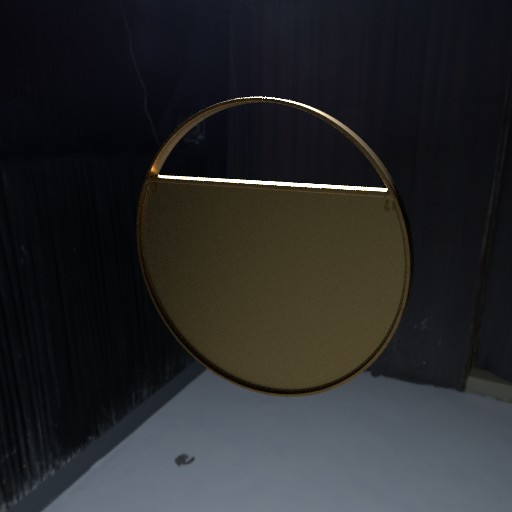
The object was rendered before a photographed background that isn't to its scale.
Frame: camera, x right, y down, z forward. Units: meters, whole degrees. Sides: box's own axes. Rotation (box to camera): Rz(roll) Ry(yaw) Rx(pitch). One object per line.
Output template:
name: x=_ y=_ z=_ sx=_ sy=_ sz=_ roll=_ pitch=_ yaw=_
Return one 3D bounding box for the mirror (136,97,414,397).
mirror: x=0.000 y=0.000 z=0.839 sx=0.565 sy=0.565 sz=0.032 roll=8 pitch=18 yaw=27
